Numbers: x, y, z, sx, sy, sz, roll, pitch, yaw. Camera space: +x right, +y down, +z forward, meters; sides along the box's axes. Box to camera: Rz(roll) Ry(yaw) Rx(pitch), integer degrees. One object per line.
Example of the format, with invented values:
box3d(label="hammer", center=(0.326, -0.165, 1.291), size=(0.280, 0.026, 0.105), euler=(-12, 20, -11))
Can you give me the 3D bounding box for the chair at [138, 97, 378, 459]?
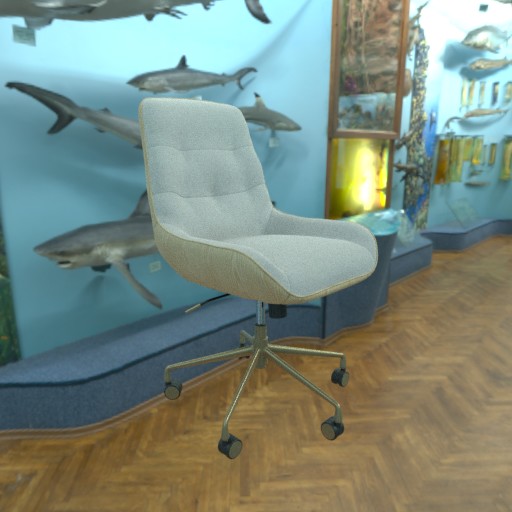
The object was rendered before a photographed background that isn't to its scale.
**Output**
box3d(label="chair", center=(0.000, 0.000, 1.355), size=(0.668, 0.952, 0.564), euler=(13, 19, 43))
